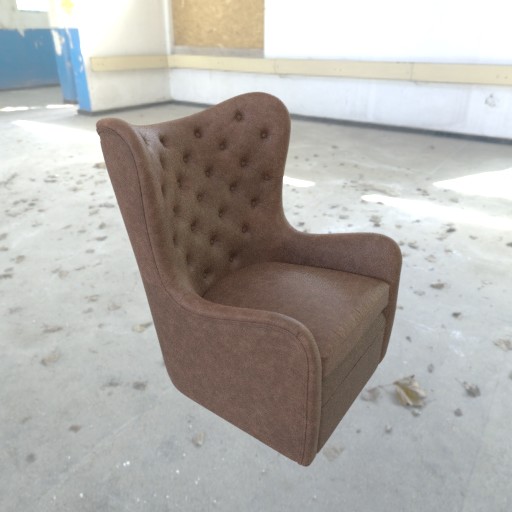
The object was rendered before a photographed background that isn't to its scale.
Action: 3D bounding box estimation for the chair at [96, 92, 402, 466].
[{"bbox_3d":[0.000,0.000,1.698,0.930,1.079,0.831,18,32,31],"label":"chair"}]
